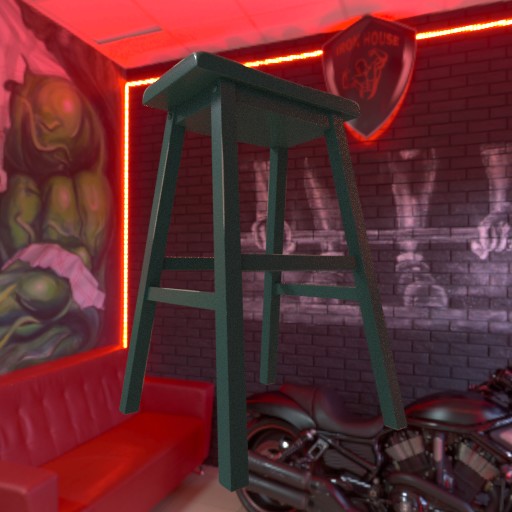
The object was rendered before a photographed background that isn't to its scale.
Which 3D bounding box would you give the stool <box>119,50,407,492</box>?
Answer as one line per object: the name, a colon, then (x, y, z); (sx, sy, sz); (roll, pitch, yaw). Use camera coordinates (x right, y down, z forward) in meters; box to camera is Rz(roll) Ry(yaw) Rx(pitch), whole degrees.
stool: (0.000, 0.000, 1.012); (0.457, 0.737, 0.476); (1, -1, -37)
